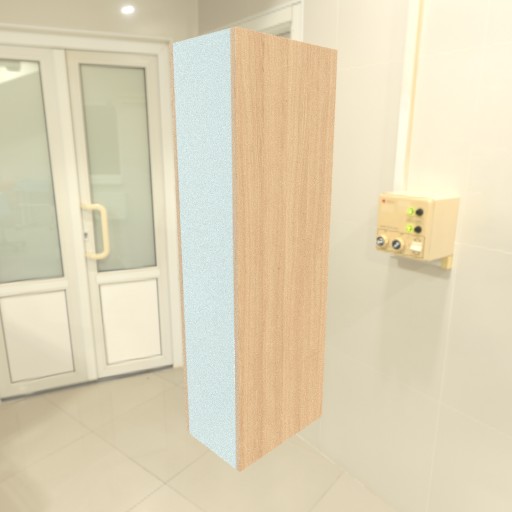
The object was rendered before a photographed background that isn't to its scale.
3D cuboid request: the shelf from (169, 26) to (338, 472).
[{"bbox_3d":[0.000,0.000,1.016,0.290,0.882,0.197,-14,20,-42],"label":"shelf"}]
